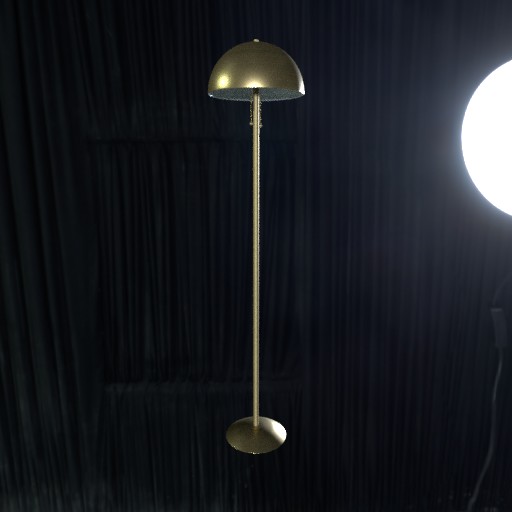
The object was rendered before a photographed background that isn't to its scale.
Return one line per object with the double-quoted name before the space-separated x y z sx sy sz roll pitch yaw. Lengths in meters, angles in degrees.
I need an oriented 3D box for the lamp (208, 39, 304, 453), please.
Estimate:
"lamp" 0.000 0.000 1.641 0.328 1.480 0.328 -2 12 -8
